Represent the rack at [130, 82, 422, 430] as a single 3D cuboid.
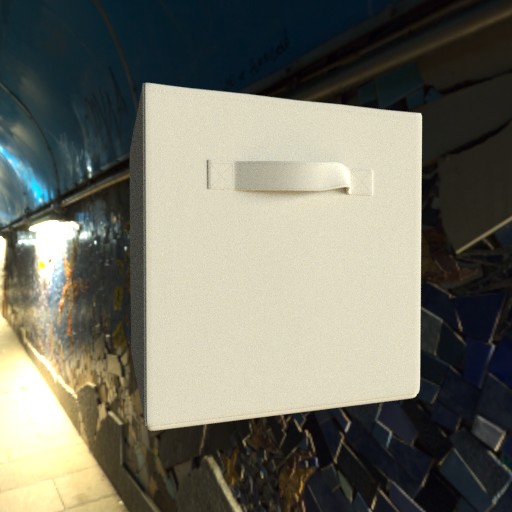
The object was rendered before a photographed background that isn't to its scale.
[{"bbox_3d":[0.000,0.000,0.504,0.270,0.280,0.270,0,1,-18],"label":"rack"}]
